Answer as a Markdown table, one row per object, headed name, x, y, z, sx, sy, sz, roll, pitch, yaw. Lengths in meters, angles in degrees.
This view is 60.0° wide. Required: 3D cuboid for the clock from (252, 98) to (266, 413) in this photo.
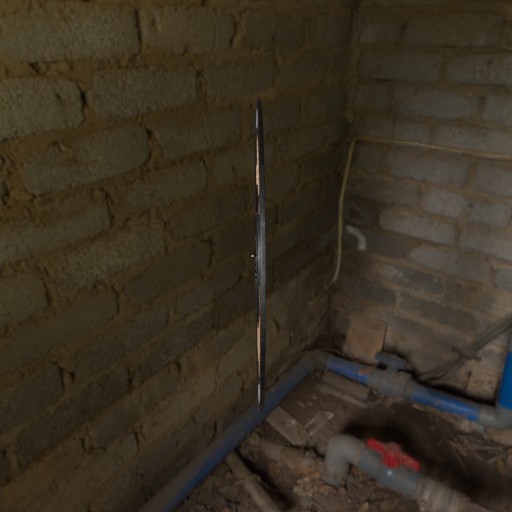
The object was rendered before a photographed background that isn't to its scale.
| name | x | y | z | sx | sy | sz | roll | pitch | yaw |
| --- | --- | --- | --- | --- | --- | --- | --- | --- | --- |
| clock | 0.000 | 0.000 | 1.259 | 0.025 | 0.843 | 0.843 | 0 | 27 | -1 |
